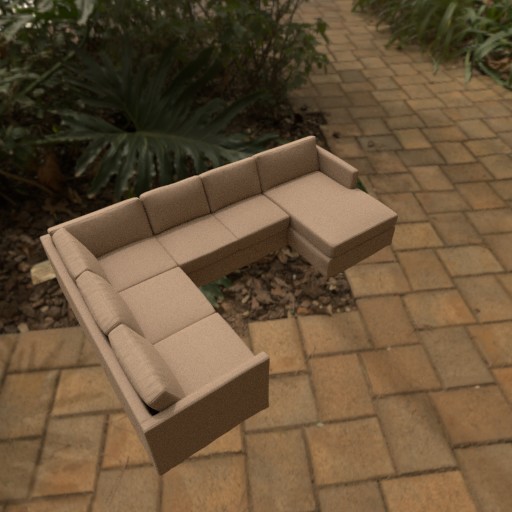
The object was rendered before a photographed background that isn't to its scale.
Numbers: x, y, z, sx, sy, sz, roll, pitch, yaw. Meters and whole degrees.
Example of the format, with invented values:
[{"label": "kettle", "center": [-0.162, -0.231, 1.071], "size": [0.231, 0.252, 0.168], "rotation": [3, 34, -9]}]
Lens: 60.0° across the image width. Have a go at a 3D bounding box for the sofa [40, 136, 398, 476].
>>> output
[{"label": "sofa", "center": [0.000, 0.000, 4.471], "size": [3.460, 0.882, 2.427], "rotation": [-25, 48, -25]}]
